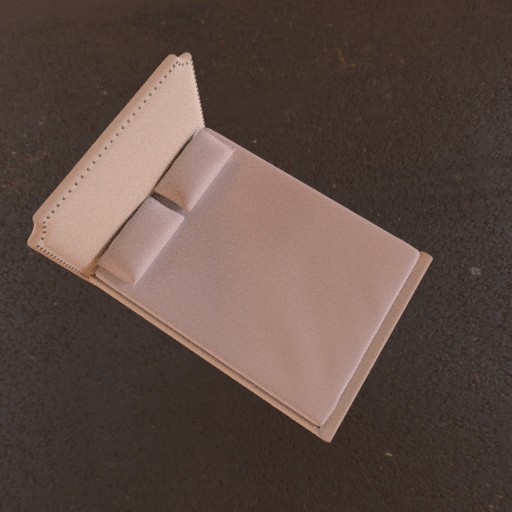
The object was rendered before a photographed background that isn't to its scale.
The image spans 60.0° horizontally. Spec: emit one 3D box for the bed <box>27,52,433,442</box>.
[{"bbox_3d":[0.000,0.000,3.346,2.372,1.443,1.712,32,76,9],"label":"bed"}]
